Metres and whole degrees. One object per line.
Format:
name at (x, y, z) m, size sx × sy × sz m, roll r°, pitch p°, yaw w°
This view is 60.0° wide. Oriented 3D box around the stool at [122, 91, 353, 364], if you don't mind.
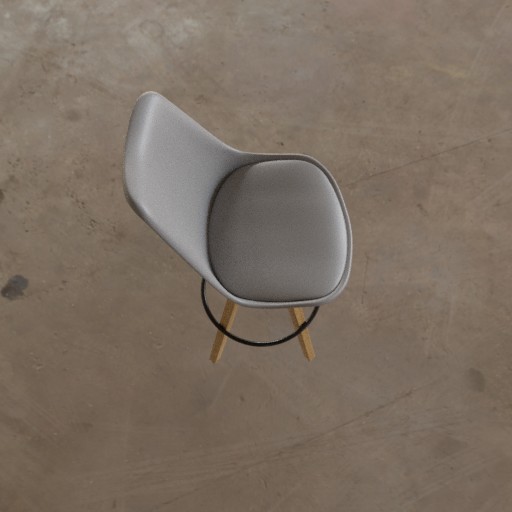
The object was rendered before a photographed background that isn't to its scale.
stool at (0.000, 0.000, 1.407) m, size 0.550 × 1.115 × 0.485 m, roll -1°, pitch 65°, yaw -1°
